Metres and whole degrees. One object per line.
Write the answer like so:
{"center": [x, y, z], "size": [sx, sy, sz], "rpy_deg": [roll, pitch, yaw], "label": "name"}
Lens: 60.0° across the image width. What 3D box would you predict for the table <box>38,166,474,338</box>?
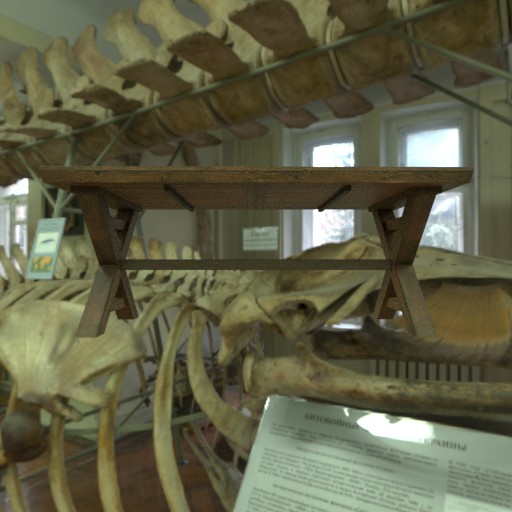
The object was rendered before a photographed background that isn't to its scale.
{"center": [0.000, 0.000, 2.530], "size": [1.966, 0.793, 1.071], "rpy_deg": [0, -1, 0], "label": "table"}
